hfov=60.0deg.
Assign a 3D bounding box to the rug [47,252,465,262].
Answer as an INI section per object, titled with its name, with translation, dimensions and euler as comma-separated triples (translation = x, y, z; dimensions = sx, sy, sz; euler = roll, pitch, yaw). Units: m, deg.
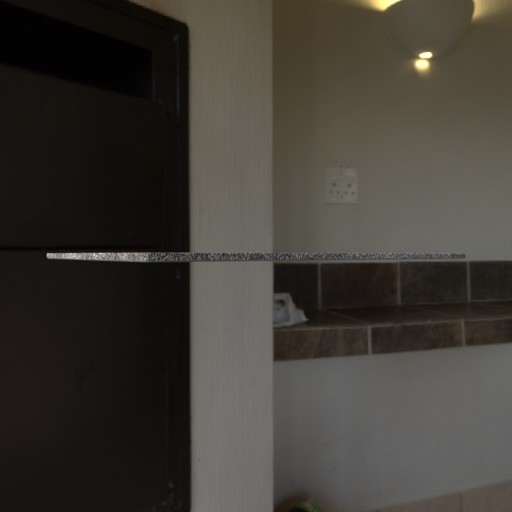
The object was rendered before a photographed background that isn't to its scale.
[rug]
translation = 0.000, 0.000, 2.111
dimensions = 1.601, 0.025, 1.198
euler = 0, 0, -37
